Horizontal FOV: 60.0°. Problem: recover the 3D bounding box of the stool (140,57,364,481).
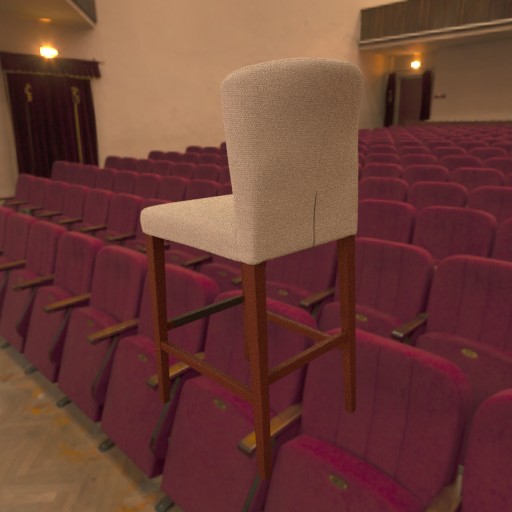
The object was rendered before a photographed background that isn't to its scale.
[{"bbox_3d":[0.000,0.000,1.366,0.568,1.069,0.481,16,22,43],"label":"stool"}]
